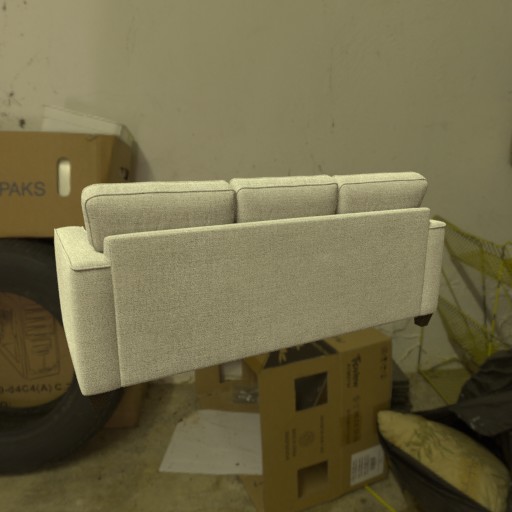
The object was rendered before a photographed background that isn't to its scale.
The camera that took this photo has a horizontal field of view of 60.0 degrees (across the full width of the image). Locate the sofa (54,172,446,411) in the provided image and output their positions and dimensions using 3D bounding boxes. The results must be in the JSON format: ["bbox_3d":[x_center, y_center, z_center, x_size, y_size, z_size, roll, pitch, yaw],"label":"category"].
[{"bbox_3d":[0.000,0.000,2.621,2.133,0.965,0.939,-7,16,-27],"label":"sofa"}]
